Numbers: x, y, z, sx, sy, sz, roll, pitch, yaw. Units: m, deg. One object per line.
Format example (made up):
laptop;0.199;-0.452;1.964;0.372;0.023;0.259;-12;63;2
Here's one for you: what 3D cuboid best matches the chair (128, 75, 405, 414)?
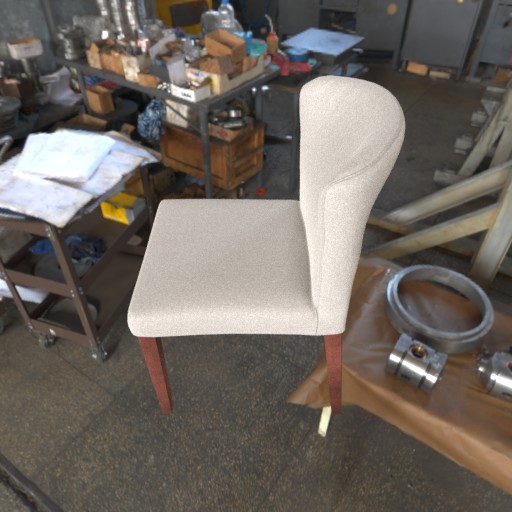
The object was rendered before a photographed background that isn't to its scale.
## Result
chair;0.000;0.000;1.173;0.592;0.839;0.491;0;41;0
